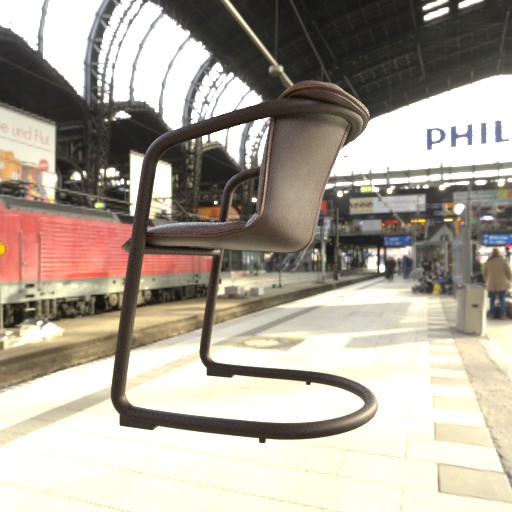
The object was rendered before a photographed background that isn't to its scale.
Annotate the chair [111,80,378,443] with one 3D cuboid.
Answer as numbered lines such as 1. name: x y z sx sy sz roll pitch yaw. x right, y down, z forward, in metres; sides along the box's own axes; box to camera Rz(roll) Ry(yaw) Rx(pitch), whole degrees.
1. chair: 0.000 0.000 1.254 0.664 0.836 0.536 0 -1 19
